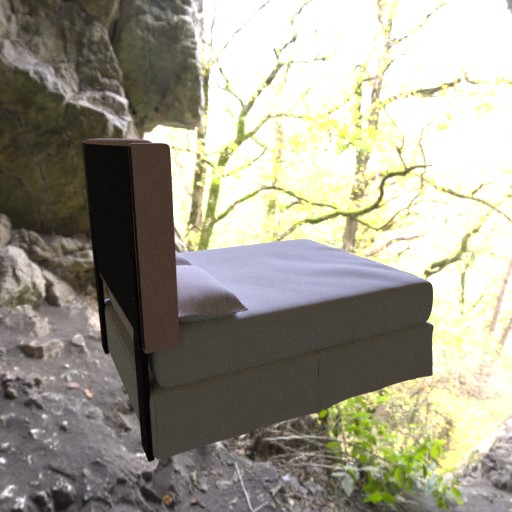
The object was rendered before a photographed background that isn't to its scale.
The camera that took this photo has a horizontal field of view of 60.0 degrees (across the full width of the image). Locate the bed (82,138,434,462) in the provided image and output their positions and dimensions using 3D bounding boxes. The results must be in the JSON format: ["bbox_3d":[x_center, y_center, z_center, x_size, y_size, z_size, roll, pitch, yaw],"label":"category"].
[{"bbox_3d":[0.000,0.000,3.249,2.066,1.665,1.719,-8,17,-26],"label":"bed"}]
